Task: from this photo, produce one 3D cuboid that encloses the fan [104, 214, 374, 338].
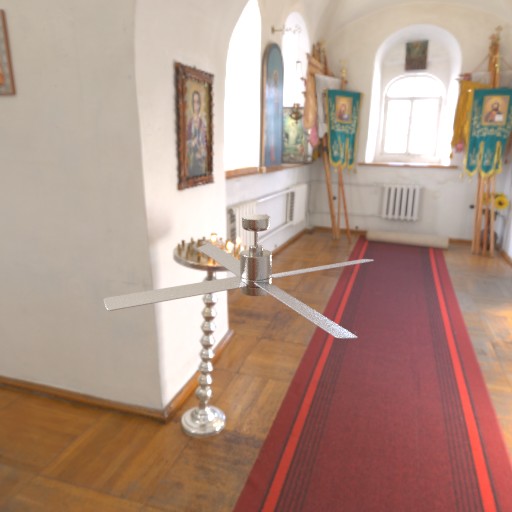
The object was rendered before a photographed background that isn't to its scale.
[{"bbox_3d":[0.000,0.000,1.984,1.322,0.355,1.322,-8,18,-26],"label":"fan"}]
